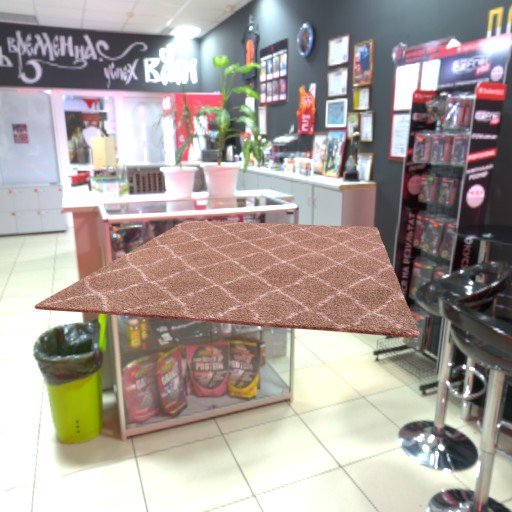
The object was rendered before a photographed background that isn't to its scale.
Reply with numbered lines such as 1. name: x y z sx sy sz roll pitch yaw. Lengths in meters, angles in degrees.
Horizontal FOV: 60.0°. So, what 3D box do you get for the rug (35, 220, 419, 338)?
1. rug: 0.000 0.000 4.149 2.438 0.029 3.047 3 16 10
